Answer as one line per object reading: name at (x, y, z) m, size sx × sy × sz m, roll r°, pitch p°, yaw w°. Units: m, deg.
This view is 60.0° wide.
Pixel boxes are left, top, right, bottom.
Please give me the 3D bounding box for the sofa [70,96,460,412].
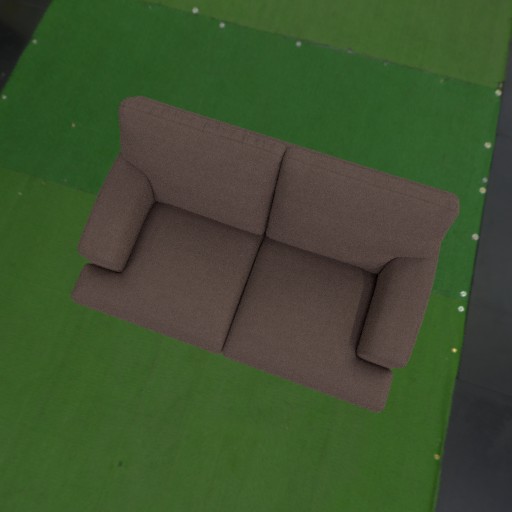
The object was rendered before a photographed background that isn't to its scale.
sofa at (0.000, 0.000, 2.462) m, size 1.869 × 0.950 × 1.140 m, roll 19°, pitch 75°, yaw 5°
